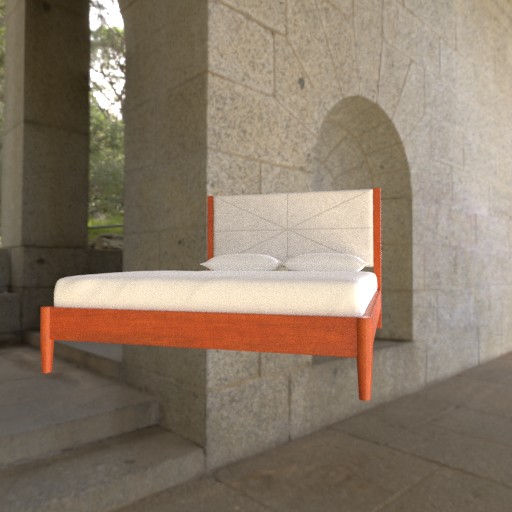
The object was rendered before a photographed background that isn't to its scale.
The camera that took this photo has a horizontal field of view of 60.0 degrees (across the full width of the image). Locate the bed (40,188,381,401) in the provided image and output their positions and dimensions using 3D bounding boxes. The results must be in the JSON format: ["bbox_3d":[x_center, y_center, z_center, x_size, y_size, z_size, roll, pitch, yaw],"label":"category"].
[{"bbox_3d":[0.000,0.000,2.934,1.566,1.165,2.117,0,-1,17],"label":"bed"}]
